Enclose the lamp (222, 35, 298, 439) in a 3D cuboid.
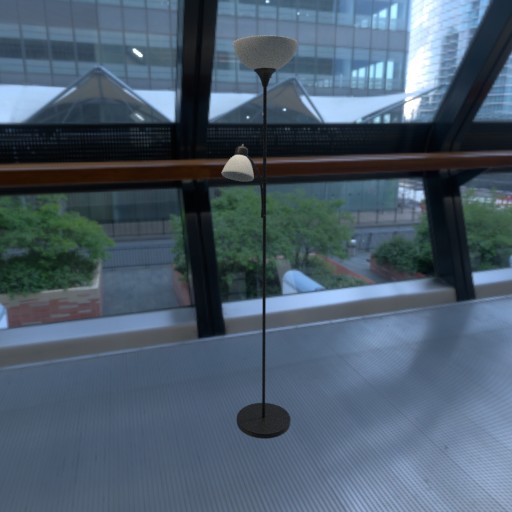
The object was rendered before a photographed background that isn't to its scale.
[{"bbox_3d":[0.000,0.000,2.004,0.279,1.804,0.442,7,15,26],"label":"lamp"}]
